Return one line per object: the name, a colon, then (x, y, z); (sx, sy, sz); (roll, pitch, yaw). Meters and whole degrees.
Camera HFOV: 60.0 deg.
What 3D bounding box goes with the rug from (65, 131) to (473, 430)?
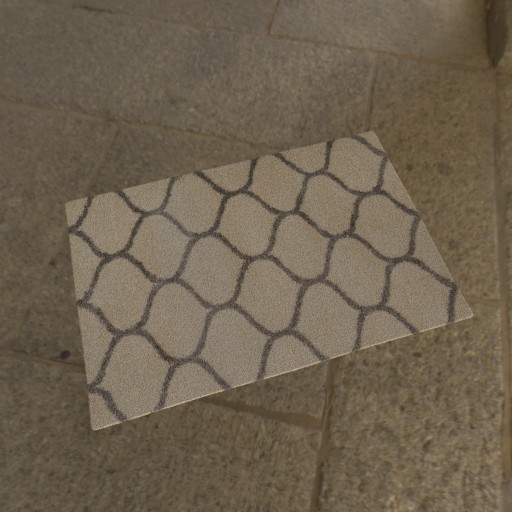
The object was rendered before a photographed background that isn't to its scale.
rug: (0.000, 0.000, 3.372); (2.701, 0.026, 1.801); (-15, 64, -7)
